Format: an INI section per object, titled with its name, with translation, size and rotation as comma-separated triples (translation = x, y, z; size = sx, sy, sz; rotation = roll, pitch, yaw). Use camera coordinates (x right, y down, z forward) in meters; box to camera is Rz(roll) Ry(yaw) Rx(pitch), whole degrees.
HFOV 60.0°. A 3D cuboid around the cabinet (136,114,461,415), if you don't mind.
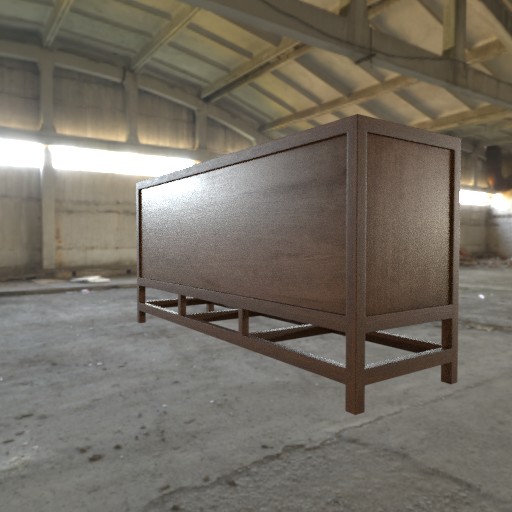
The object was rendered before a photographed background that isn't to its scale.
[cabinet]
translation = 0.000, 0.000, 2.052
size = 0.522, 0.820, 1.708
rotation = -1, 2, -35
